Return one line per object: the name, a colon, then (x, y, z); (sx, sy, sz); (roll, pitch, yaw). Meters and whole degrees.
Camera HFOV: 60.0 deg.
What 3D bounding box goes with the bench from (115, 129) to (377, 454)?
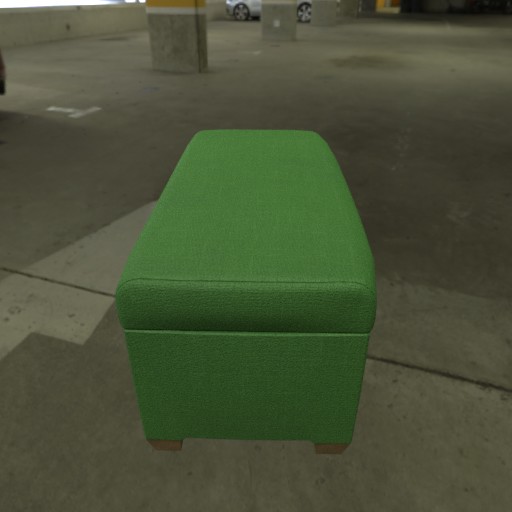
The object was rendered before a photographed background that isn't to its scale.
bench: (0.000, 0.000, 1.292); (0.505, 0.501, 0.989); (1, 31, 1)
